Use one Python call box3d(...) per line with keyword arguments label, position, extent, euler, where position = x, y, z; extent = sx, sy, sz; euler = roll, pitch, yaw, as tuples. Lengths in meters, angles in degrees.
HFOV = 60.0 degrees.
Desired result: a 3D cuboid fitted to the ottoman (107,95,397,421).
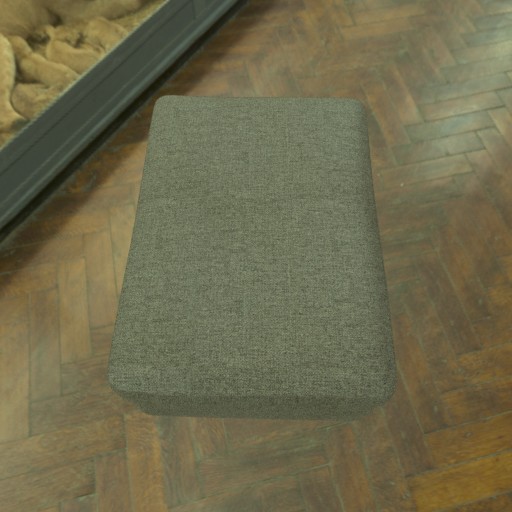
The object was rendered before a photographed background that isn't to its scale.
box3d(label="ottoman", position=(0.000, 0.000, 1.283), extent=(0.637, 0.478, 0.885), euler=(1, 63, 1))
